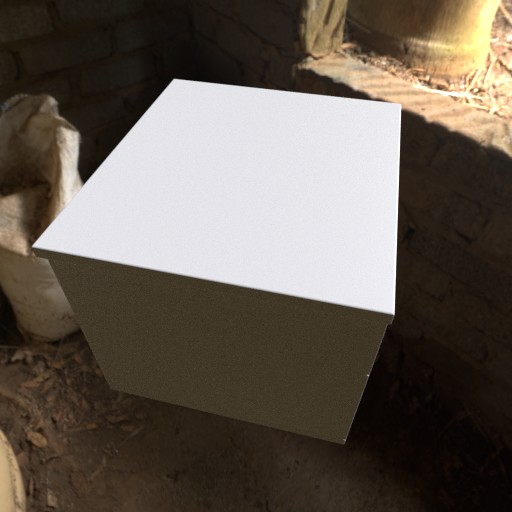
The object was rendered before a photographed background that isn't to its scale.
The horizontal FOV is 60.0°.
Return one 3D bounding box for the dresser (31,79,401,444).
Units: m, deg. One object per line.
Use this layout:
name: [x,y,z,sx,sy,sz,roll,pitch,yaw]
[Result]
dresser: [0.000,0.000,0.723,0.400,0.360,0.430,10,47,9]
